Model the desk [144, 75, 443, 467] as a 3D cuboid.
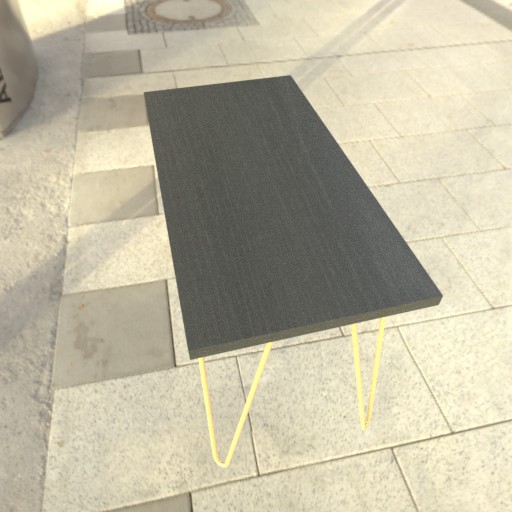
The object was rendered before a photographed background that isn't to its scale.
[{"bbox_3d":[0.000,0.000,1.389,0.499,0.660,0.991,-11,48,-10],"label":"desk"}]
